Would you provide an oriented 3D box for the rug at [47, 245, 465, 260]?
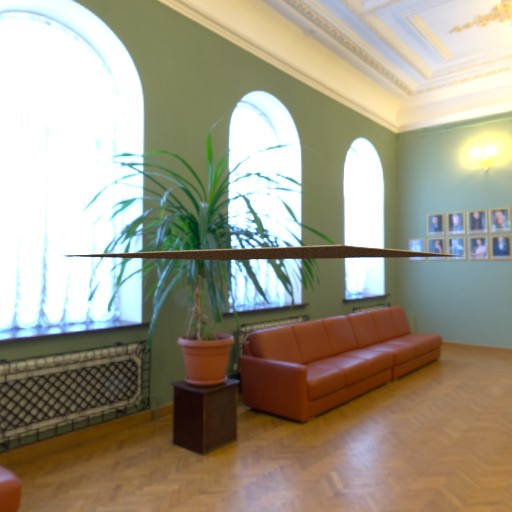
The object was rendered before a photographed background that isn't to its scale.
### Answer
[{"bbox_3d":[0.000,0.000,4.114,3.045,0.008,2.421,-1,-2,38],"label":"rug"}]
